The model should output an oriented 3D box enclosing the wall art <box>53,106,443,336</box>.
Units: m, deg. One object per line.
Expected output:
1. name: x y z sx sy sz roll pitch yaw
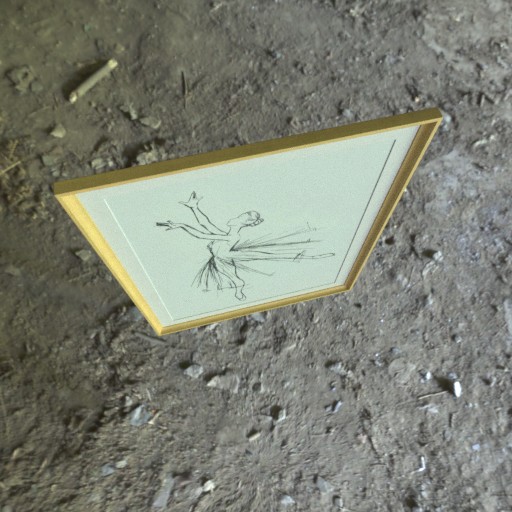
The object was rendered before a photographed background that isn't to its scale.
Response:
1. wall art: 0.000 0.000 1.341 0.798 1.002 0.030 -13 65 -6
